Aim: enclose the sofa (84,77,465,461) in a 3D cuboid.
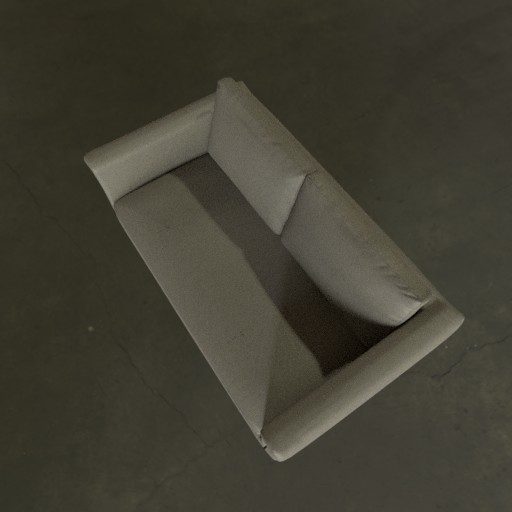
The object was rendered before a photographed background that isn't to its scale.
[{"bbox_3d":[0.000,0.000,2.100,0.899,0.873,1.598,-31,67,-15],"label":"sofa"}]
